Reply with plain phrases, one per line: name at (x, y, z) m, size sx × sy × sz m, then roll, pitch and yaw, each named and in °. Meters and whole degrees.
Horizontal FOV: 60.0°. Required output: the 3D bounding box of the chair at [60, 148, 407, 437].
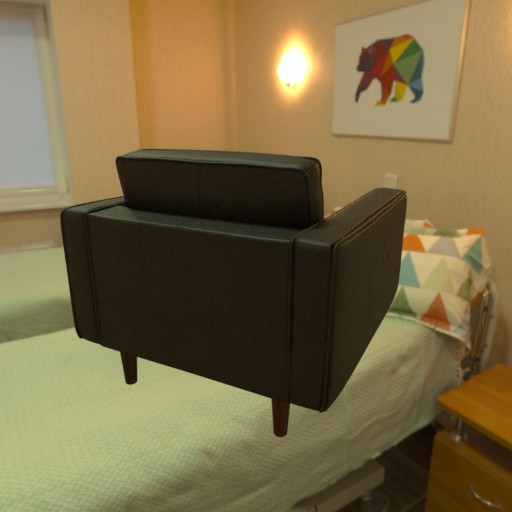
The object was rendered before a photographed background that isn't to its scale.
chair at (0.000, 0.000, 1.581) m, size 0.889 × 0.763 × 0.914 m, roll 9°, pitch 20°, yaw 26°
